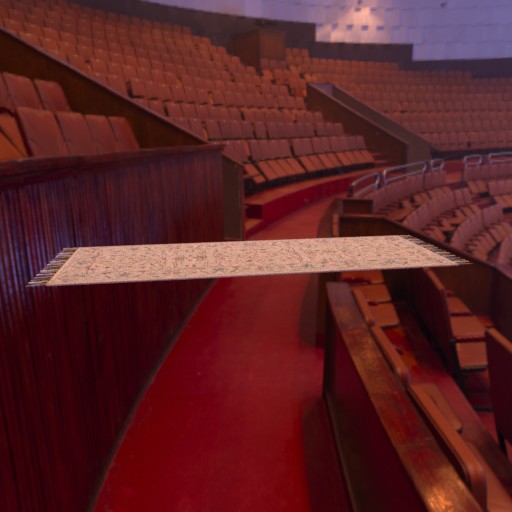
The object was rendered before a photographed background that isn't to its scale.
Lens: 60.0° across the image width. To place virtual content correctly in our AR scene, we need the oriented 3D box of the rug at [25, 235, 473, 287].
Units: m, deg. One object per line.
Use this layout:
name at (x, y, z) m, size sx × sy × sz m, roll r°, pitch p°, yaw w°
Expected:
rug at (0.000, 0.000, 2.740) m, size 2.440 × 0.013 × 0.769 m, roll -2°, pitch 16°, yaw -9°
